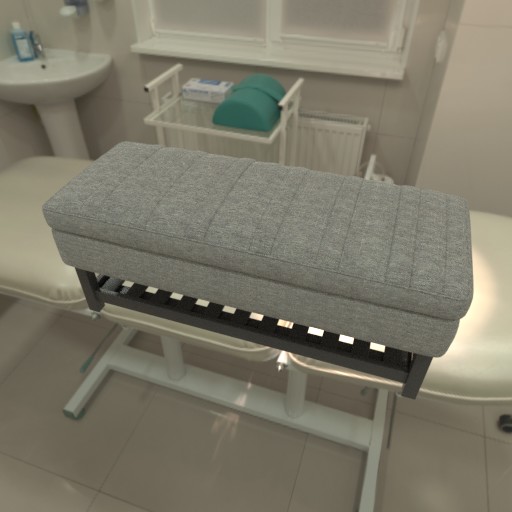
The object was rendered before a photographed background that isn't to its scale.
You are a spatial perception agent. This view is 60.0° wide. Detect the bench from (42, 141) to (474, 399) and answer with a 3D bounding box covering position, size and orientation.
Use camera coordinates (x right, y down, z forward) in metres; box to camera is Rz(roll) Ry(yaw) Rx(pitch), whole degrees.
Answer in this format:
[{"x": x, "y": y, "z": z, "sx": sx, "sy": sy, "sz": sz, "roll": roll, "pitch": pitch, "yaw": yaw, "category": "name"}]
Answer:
[{"x": 0.000, "y": 0.000, "z": 1.315, "sx": 1.100, "sy": 0.470, "sz": 0.429, "roll": 12, "pitch": 42, "yaw": 14, "category": "bench"}]
